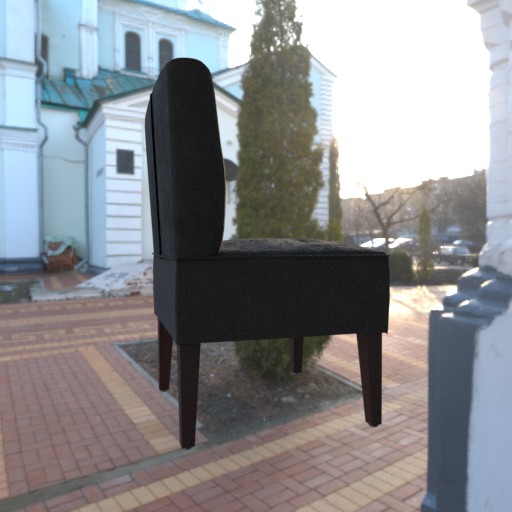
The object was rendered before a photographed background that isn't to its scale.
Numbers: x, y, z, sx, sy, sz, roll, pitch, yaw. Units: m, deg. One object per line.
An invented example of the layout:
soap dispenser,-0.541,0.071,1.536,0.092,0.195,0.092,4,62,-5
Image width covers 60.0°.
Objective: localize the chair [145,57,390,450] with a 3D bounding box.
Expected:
chair,0.000,0.000,1.184,0.554,0.806,0.521,-1,2,-19
